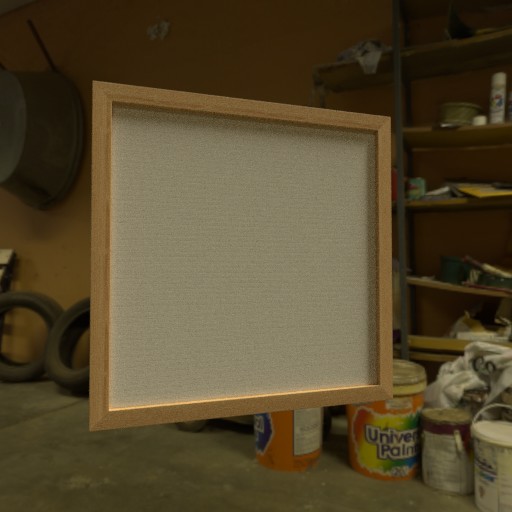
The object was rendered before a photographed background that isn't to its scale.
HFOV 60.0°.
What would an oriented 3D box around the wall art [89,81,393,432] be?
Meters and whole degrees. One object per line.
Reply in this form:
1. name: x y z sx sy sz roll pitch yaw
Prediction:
1. wall art: 0.000 0.000 1.091 0.762 0.762 0.027 1 -2 -18
